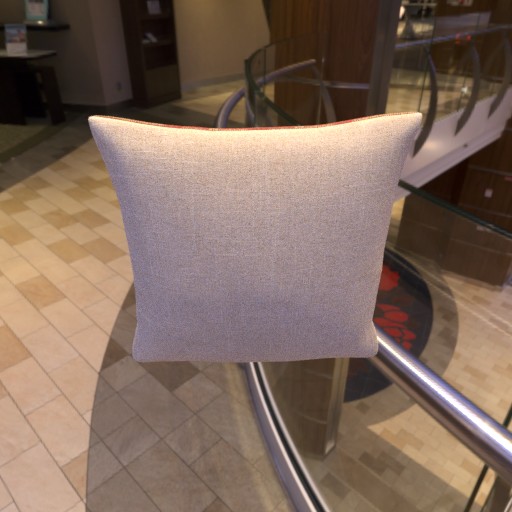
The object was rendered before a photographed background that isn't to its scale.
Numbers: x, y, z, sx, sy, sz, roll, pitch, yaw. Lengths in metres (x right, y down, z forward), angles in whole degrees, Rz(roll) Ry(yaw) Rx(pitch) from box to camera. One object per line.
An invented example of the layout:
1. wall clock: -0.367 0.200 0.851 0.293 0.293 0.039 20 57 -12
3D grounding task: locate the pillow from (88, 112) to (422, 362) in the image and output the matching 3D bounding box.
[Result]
1. pillow: 0.000 0.000 0.797 0.511 0.503 0.182 -1 31 -1
